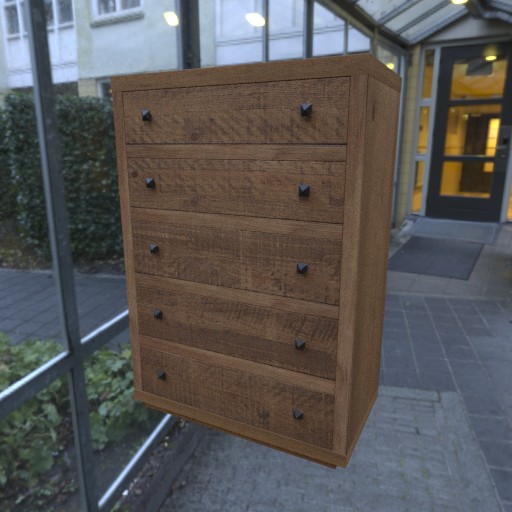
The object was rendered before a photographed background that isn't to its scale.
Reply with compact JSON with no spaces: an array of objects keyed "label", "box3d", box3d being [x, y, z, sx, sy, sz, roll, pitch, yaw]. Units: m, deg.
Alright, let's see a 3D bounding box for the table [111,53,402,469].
[{"label":"table","box3d":[0.000,0.000,1.708,0.901,1.294,0.524,7,16,26]}]
